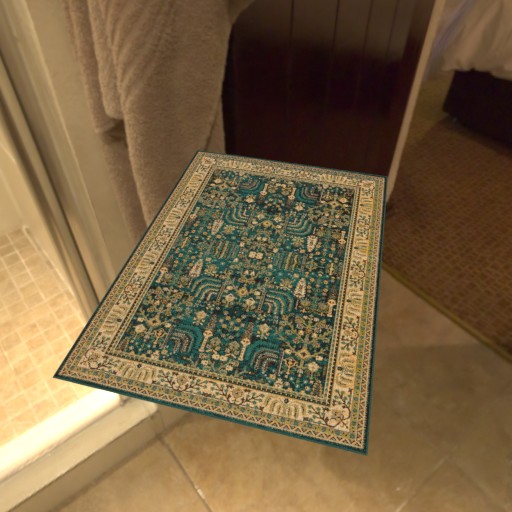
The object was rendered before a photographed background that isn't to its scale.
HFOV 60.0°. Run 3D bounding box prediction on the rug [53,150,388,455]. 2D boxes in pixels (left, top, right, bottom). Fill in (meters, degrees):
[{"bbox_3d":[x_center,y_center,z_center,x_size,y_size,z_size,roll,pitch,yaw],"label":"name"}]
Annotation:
[{"bbox_3d":[0.000,0.000,2.891,1.594,0.013,2.213,10,46,10],"label":"rug"}]
